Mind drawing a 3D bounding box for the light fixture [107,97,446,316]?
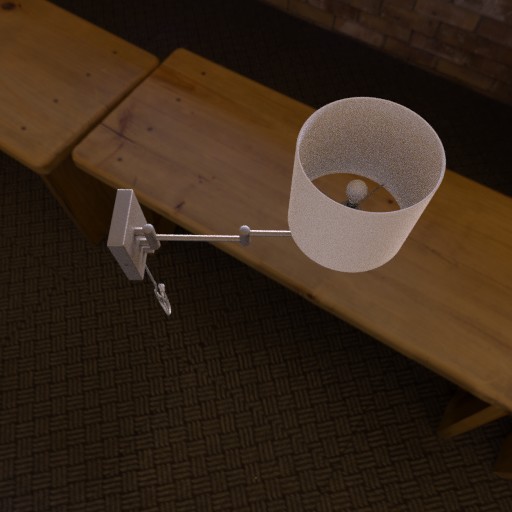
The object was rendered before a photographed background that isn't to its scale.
[{"bbox_3d":[0.000,0.000,0.900,0.516,0.651,0.203,1,63,0],"label":"light fixture"}]
